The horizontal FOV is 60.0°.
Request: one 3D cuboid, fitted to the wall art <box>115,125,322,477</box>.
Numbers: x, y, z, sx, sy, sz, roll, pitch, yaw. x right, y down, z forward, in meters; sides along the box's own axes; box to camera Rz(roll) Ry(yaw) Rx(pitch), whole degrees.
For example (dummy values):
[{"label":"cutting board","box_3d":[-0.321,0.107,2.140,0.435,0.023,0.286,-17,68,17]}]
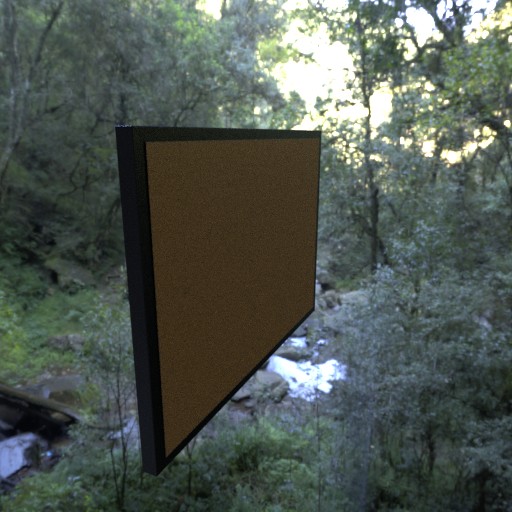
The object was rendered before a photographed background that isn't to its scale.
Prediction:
[{"label":"wall art","box_3d":[0.000,0.000,0.830,0.027,0.458,0.657,7,17,25]}]
